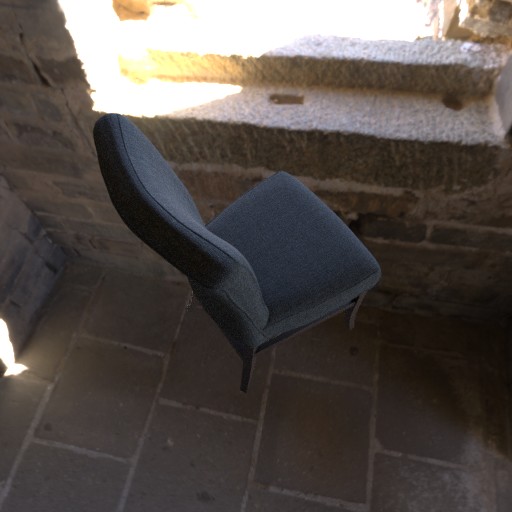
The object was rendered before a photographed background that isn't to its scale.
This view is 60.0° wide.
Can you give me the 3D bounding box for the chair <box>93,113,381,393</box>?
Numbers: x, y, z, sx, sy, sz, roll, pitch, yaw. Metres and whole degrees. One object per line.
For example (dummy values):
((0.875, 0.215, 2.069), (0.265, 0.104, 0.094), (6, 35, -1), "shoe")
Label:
((0.000, 0.000, 1.363), (0.660, 0.991, 0.520), (-31, 63, -18), "chair")
